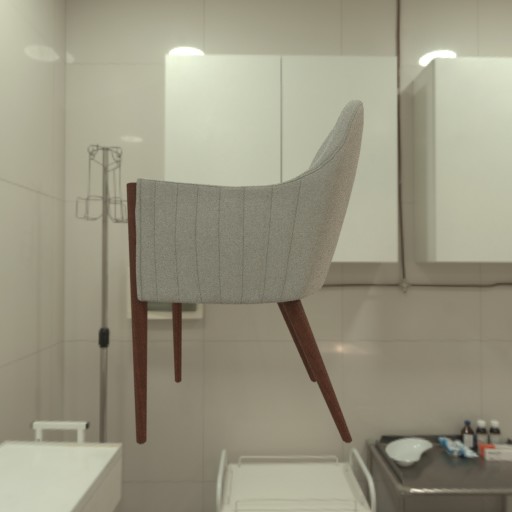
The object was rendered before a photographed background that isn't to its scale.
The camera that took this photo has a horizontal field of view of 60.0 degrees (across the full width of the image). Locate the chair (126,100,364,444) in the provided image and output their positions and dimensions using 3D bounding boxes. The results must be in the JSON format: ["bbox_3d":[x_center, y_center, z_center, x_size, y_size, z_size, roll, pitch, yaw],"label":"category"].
[{"bbox_3d":[0.000,0.000,1.320,0.620,0.889,0.610,0,-1,-1],"label":"chair"}]
